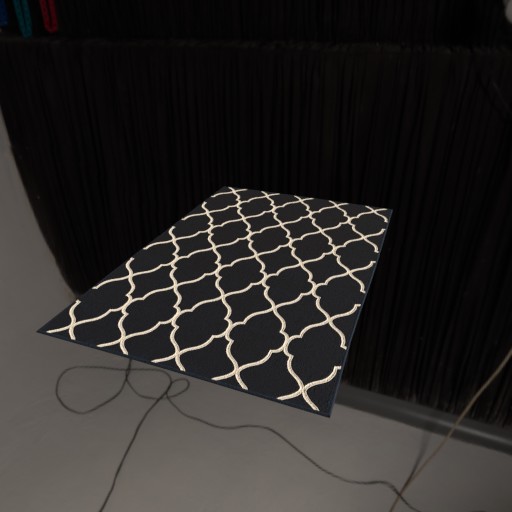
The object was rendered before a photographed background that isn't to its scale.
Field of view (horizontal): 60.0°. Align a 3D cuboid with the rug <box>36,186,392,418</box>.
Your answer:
[{"bbox_3d":[0.000,0.000,2.947,1.528,0.014,2.294,11,31,18],"label":"rug"}]
